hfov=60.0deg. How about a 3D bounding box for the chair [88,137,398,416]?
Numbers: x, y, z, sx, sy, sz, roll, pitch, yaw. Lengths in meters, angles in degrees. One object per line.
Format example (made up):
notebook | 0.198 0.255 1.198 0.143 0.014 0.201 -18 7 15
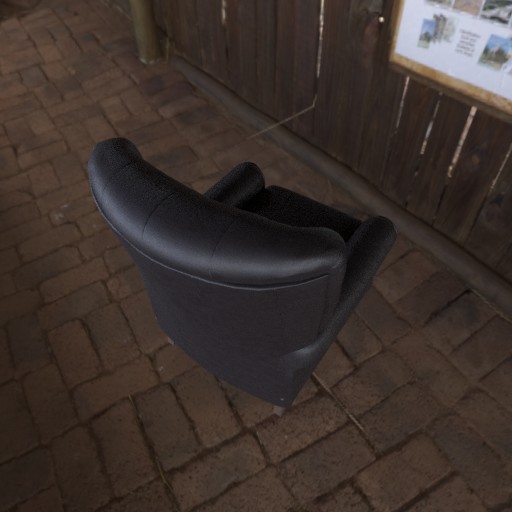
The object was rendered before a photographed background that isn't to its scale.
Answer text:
chair | 0.000 0.000 1.869 0.948 1.158 1.058 27 53 23
